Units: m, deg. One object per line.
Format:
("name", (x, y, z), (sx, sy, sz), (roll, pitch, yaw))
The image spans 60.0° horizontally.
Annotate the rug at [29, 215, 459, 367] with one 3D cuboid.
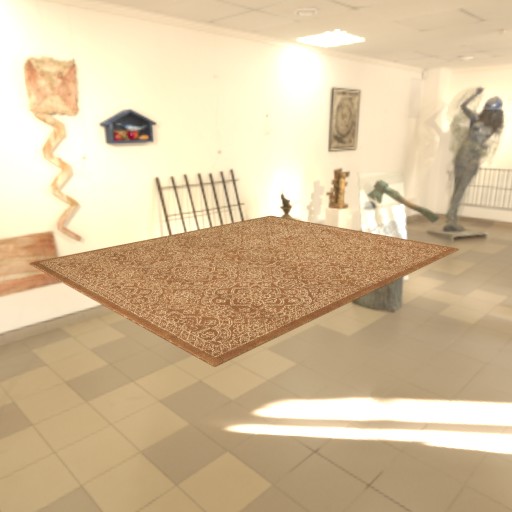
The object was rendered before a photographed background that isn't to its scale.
("rug", (0.000, 0.000, 4.002), (2.441, 0.015, 3.050), (15, 22, 42))
